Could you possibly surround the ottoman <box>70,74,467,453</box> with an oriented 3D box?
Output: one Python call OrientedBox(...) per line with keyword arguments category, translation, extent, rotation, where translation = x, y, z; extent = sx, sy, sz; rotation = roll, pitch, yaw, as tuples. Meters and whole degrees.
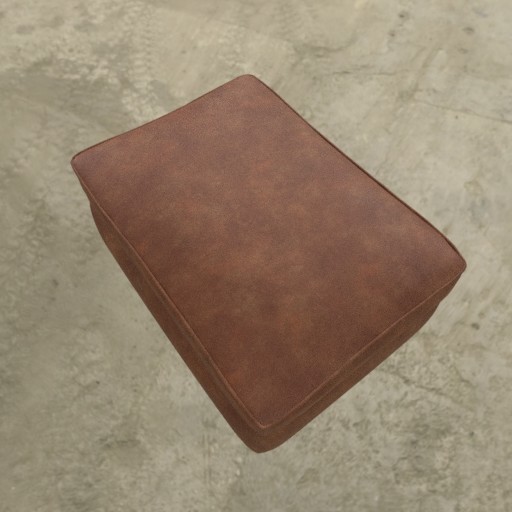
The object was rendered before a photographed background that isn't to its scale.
OrientedBox(category="ottoman", translation=(0.000, 0.000, 0.970), extent=(0.501, 0.418, 0.665), rotation=(-33, 64, -18))
